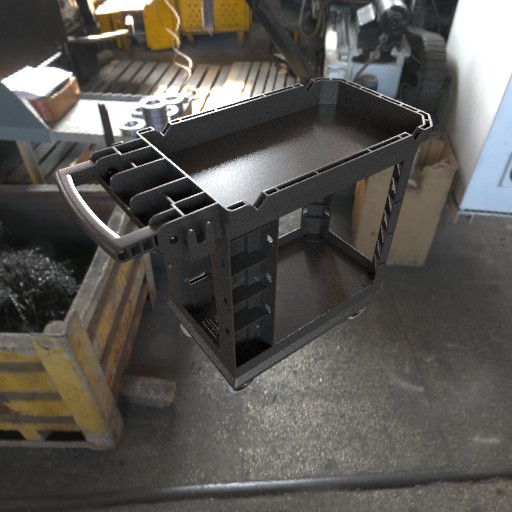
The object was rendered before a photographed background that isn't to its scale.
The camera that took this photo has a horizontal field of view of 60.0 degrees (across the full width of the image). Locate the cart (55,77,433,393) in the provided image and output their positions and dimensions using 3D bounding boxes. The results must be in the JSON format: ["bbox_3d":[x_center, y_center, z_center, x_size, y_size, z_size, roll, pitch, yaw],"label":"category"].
[{"bbox_3d":[0.000,0.000,1.545,1.061,0.884,0.497,-26,48,-26],"label":"cart"}]
